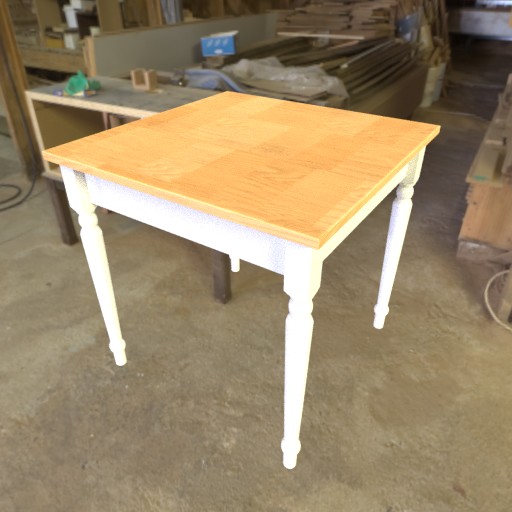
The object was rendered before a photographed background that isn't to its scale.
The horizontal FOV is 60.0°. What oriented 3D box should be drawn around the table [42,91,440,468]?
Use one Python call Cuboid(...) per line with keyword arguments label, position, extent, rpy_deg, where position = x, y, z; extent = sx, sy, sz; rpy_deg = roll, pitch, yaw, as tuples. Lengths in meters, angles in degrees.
Cuboid(label="table", position=(0.000, 0.000, 1.358), extent=(0.747, 0.738, 0.747), rpy_deg=(20, 38, 28))
